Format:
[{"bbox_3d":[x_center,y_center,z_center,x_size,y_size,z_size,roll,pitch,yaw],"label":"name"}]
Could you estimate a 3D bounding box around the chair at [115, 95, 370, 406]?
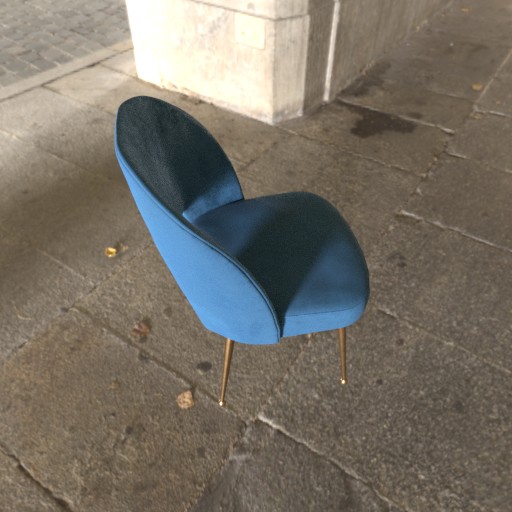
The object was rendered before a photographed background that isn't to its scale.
[{"bbox_3d":[0.000,0.000,1.227,0.577,0.860,0.527,-8,46,-8],"label":"chair"}]
